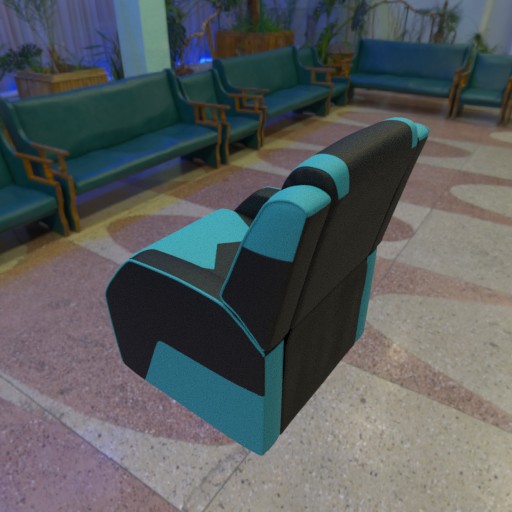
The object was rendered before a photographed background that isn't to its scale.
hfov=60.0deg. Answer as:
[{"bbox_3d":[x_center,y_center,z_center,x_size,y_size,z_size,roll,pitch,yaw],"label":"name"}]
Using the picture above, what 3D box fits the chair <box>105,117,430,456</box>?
[{"bbox_3d":[0.000,0.000,1.281,0.672,0.805,0.620,21,37,31],"label":"chair"}]
